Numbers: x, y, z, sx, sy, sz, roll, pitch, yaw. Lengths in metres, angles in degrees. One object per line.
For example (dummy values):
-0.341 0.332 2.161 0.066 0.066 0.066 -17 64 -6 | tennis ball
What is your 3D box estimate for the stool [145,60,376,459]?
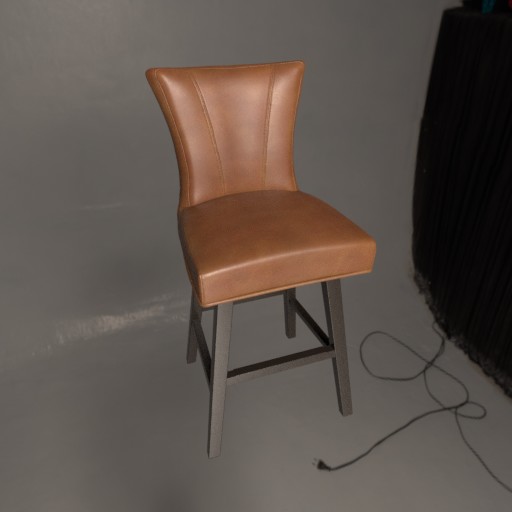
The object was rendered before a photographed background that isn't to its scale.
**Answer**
0.000 0.000 1.435 0.522 1.094 0.585 -11 33 -17 | stool
